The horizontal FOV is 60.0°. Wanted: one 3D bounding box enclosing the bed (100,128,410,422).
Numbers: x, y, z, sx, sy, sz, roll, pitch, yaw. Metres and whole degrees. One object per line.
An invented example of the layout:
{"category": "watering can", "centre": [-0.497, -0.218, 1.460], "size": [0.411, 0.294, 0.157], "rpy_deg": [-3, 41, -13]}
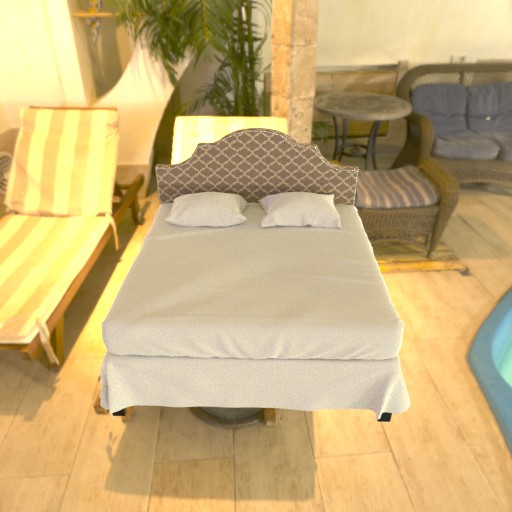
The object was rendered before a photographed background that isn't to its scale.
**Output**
{"category": "bed", "centre": [0.000, 0.000, 3.697], "size": [2.314, 1.601, 2.222], "rpy_deg": [1, 32, 1]}
